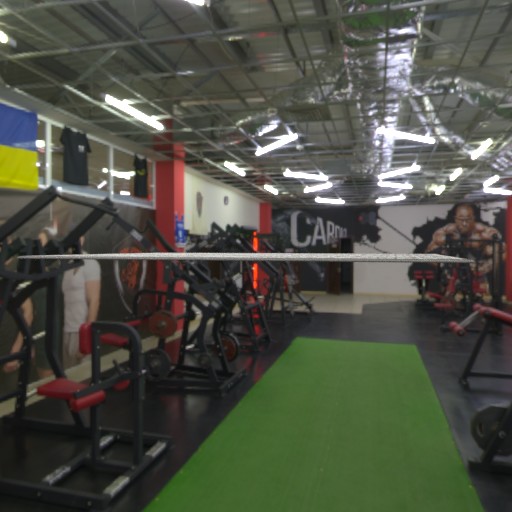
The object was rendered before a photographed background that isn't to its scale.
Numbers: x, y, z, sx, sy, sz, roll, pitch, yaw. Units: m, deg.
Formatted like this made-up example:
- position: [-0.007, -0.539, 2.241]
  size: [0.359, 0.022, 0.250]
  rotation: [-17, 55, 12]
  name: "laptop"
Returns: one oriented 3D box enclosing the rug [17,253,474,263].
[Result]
- position: [0.000, 0.000, 2.274]
  size: [1.847, 0.012, 1.224]
  rotation: [0, 1, 18]
  name: "rug"
